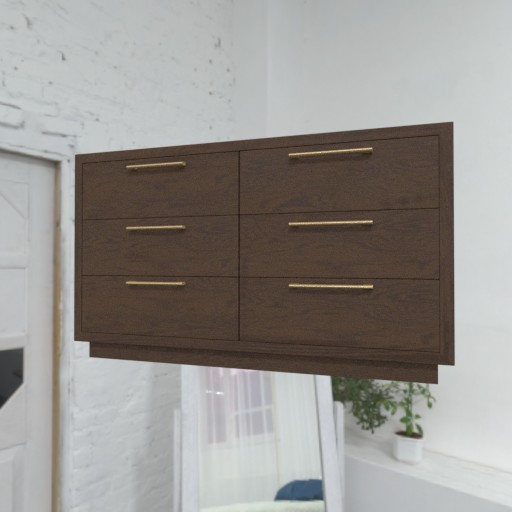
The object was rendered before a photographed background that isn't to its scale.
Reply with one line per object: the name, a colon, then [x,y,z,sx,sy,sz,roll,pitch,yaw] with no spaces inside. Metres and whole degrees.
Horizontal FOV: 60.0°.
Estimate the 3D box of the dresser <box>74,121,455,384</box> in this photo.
dresser: [0.000,0.000,1.915,1.523,0.889,0.512,0,-1,18]
